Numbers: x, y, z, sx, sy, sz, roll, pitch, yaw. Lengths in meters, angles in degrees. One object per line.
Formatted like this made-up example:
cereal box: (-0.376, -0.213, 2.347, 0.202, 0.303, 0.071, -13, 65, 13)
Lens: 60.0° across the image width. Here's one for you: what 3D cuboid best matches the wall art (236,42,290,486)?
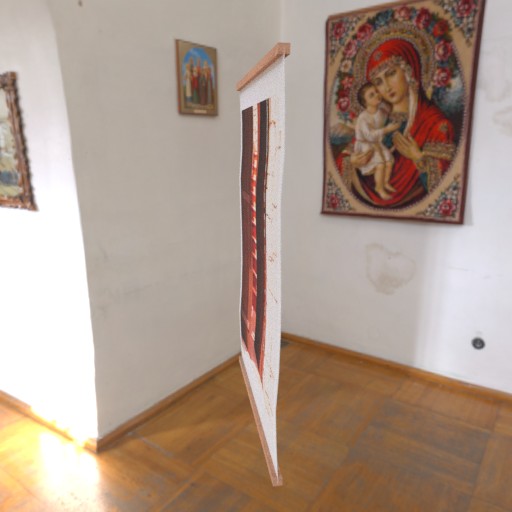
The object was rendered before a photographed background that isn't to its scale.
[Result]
wall art: (0.000, 0.000, 0.648, 0.012, 0.508, 0.332, -2, 15, -9)
